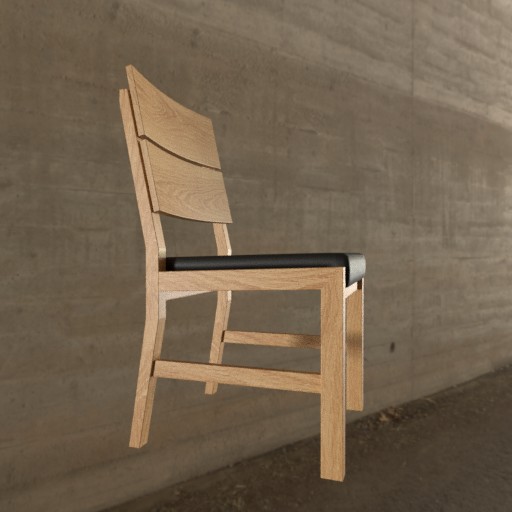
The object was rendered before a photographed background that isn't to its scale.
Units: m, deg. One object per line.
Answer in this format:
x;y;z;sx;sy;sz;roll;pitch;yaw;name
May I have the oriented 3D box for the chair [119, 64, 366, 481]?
0.000;0.000;1.246;0.569;0.950;0.475;0;0;19;chair
